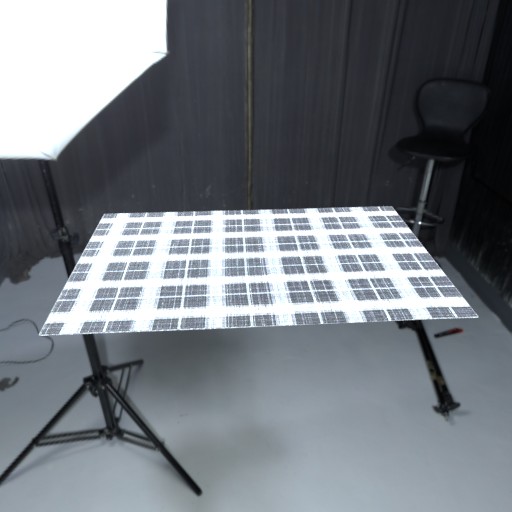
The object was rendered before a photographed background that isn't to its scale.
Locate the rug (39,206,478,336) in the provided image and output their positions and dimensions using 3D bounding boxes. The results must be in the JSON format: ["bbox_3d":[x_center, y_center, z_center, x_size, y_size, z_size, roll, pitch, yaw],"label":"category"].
[{"bbox_3d":[0.000,0.000,3.087,2.434,0.015,1.520,-2,31,-3],"label":"rug"}]
